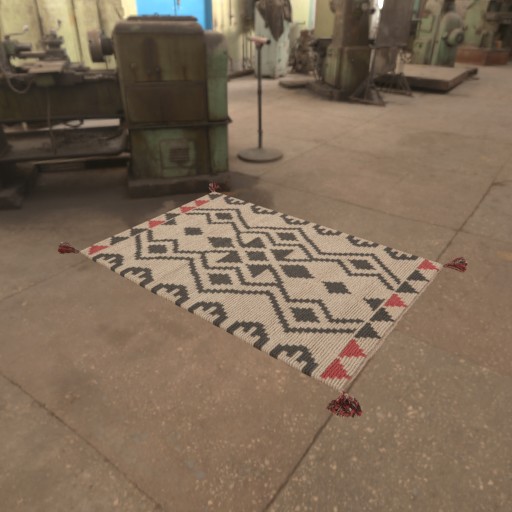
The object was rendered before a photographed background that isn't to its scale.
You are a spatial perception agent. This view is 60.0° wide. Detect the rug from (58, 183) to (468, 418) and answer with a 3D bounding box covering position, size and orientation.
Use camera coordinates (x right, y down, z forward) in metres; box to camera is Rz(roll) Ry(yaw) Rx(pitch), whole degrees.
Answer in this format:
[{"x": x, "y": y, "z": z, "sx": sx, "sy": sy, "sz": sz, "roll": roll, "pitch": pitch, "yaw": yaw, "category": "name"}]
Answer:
[{"x": 0.000, "y": 0.000, "z": 2.650, "sx": 2.069, "sy": 0.067, "sz": 1.444, "roll": 22, "pitch": 37, "yaw": 32, "category": "rug"}]
